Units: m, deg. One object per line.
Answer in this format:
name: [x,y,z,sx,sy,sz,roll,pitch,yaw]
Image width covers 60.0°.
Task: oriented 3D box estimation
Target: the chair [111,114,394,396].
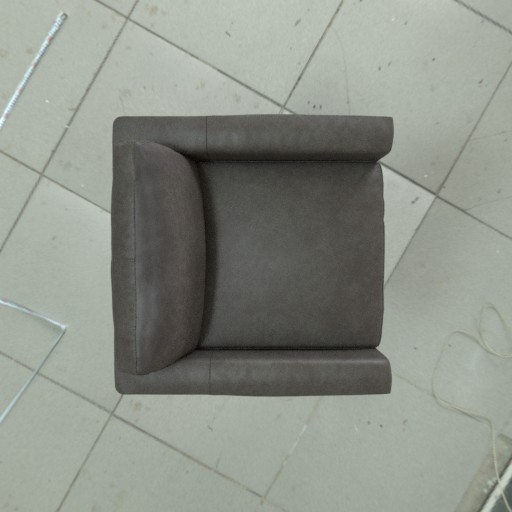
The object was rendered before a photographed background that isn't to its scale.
chair: [0.000,0.000,1.835,1.080,0.807,1.106,0,92,0]
